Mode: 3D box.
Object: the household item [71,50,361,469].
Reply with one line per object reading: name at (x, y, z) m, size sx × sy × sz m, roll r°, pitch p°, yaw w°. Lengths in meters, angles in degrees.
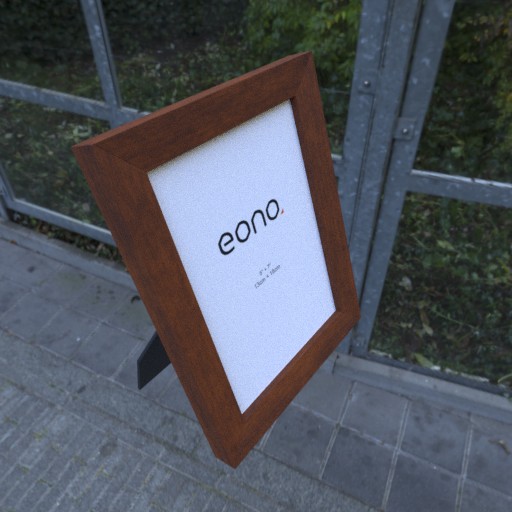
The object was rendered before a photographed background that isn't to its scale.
household item at (0.000, 0.000, 0.282) m, size 0.096 × 0.204 × 0.160 m, roll 28°, pitch 48°, yaw 28°
